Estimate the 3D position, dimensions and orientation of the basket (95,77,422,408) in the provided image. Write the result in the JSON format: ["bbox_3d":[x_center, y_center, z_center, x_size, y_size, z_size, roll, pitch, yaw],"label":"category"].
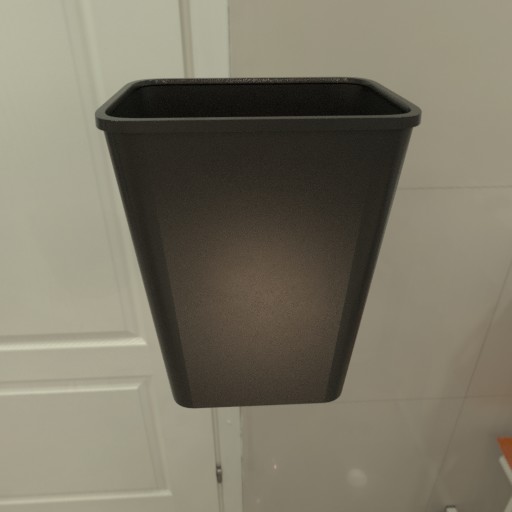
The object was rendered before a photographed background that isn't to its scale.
[{"bbox_3d":[0.000,0.000,0.746,0.394,0.521,0.287,-2,31,-3],"label":"basket"}]
